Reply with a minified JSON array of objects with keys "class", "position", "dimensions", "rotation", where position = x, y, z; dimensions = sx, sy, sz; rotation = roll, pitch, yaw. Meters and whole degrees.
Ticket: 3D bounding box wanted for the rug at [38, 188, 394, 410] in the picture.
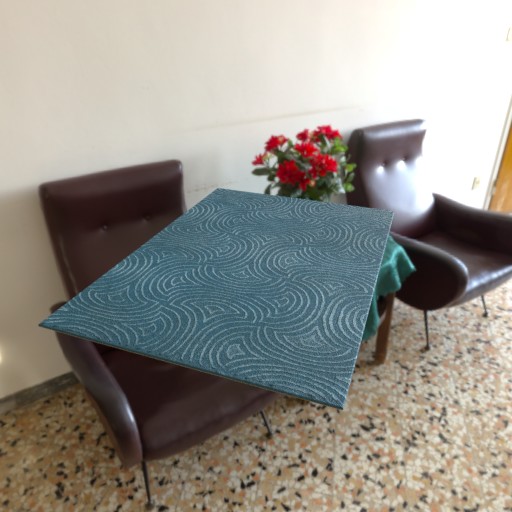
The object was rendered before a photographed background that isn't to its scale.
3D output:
[{"class":"rug","position":[0.000,0.000,2.876],"dimensions":[1.543,0.015,2.144],"rotation":[10,30,18]}]
